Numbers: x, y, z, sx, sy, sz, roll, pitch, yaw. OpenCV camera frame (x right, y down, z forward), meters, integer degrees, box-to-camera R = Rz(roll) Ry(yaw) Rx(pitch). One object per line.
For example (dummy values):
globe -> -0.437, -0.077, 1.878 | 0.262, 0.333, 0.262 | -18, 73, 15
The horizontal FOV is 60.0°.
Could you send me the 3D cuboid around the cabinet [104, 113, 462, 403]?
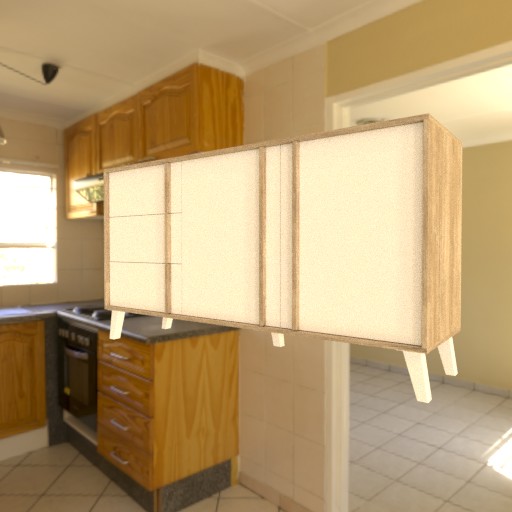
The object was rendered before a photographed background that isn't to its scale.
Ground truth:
cabinet -> 0.000, 0.000, 1.973 | 1.600, 0.870, 0.450 | 1, 1, 36
